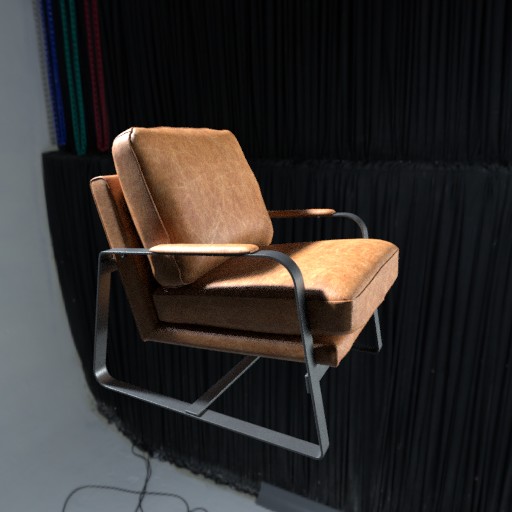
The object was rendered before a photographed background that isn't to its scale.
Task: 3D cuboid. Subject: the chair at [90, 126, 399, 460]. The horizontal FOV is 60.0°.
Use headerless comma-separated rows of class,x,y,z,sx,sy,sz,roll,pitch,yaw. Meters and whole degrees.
chair,0.000,0.000,1.386,0.801,0.777,0.651,8,17,26
